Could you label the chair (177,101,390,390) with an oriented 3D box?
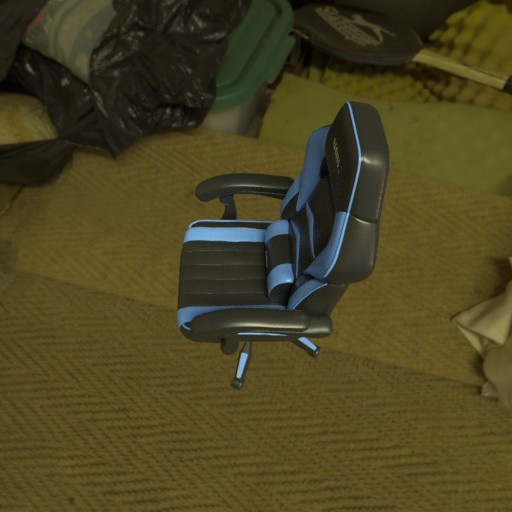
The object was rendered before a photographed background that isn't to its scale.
[{"bbox_3d":[0.000,0.000,1.706,0.700,1.280,0.700,-2,59,-1],"label":"chair"}]
